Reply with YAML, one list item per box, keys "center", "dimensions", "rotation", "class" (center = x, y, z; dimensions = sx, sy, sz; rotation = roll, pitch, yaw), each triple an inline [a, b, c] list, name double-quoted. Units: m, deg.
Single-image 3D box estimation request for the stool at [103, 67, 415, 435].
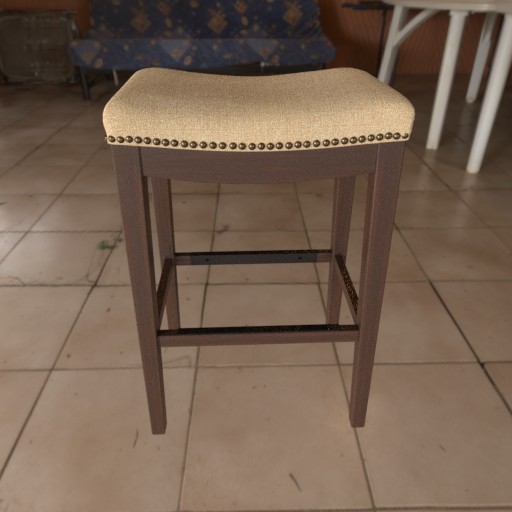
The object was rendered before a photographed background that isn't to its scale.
- center: [0.000, 0.000, 1.013]
  dimensions: [0.509, 0.768, 0.363]
  rotation: [-1, 32, -2]
  class: "stool"
